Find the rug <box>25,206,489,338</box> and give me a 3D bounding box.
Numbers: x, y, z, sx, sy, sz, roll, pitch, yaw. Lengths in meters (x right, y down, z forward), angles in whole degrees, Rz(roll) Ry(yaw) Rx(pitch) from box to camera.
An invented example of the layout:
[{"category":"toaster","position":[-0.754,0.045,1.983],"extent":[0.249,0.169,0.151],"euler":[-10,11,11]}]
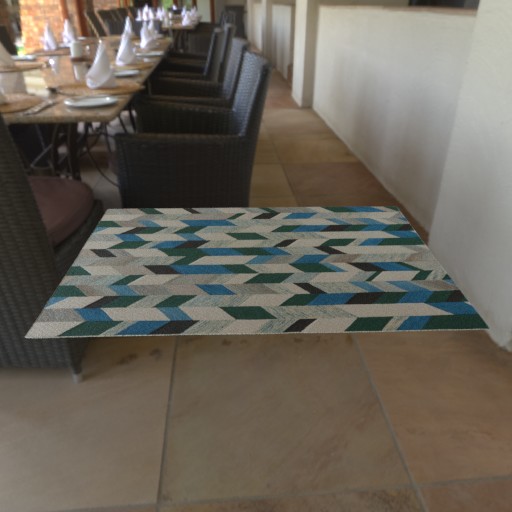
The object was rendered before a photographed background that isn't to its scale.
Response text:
[{"category":"rug","position":[0.000,0.000,2.266],"extent":[1.827,0.005,1.229],"euler":[-1,30,-1]}]
